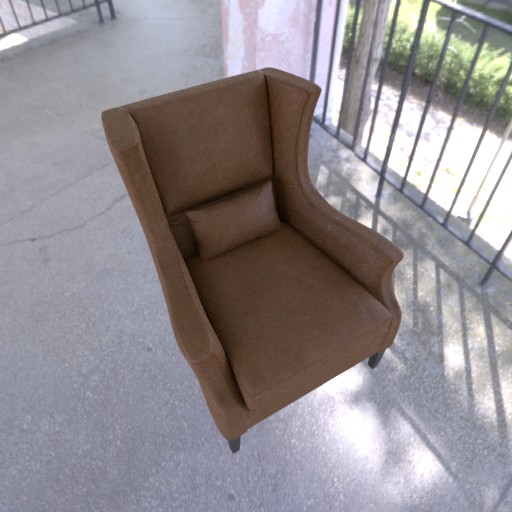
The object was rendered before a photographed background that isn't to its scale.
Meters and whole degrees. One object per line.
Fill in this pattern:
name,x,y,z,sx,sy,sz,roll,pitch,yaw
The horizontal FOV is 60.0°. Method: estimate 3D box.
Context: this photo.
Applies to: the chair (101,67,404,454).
chair,0.000,0.000,1.685,0.852,1.016,0.925,-24,51,-21
